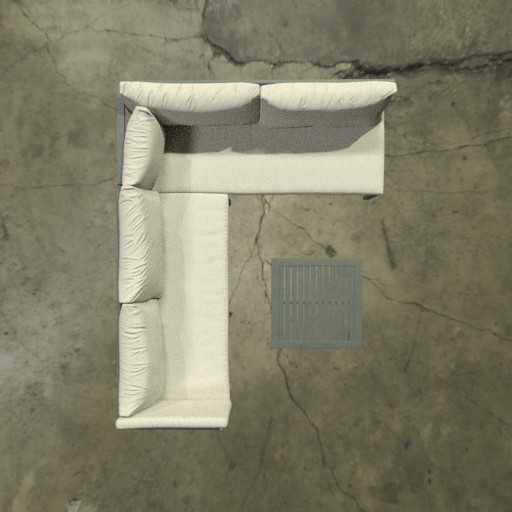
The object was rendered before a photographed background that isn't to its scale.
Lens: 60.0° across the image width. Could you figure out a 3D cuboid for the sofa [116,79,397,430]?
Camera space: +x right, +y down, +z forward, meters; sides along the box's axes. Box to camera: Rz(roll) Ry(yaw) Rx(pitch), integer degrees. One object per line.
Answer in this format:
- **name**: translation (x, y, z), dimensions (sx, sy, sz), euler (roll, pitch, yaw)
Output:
- **sofa**: translation (0.000, 0.000, 2.887), dimensions (1.658, 0.758, 2.096), euler (0, 90, 1)
